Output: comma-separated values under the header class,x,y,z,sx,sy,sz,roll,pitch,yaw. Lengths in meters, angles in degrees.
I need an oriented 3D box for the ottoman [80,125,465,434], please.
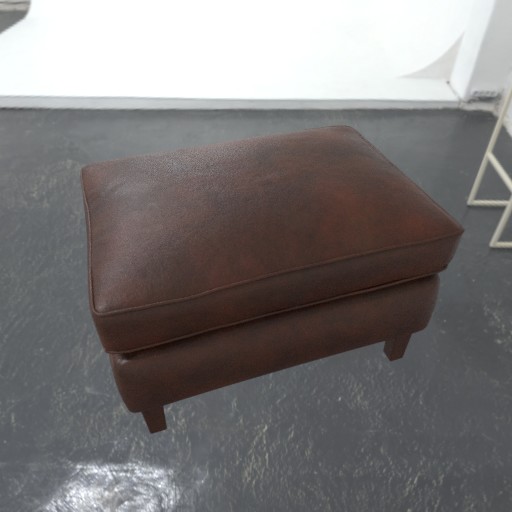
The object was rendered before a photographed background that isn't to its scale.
class,x,y,z,sx,sy,sz,roll,pitch,yaw
ottoman,0.000,0.000,0.980,0.665,0.432,0.501,-12,43,-14
